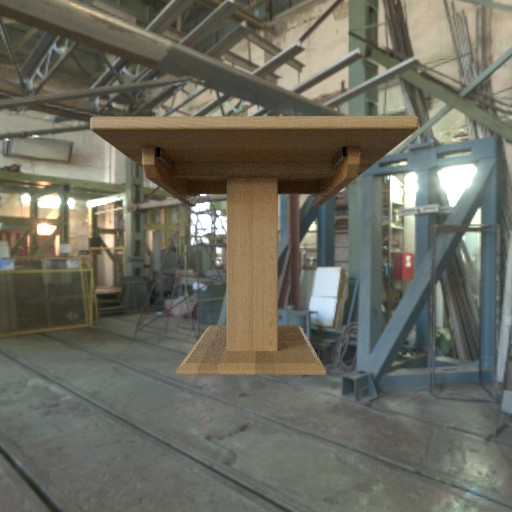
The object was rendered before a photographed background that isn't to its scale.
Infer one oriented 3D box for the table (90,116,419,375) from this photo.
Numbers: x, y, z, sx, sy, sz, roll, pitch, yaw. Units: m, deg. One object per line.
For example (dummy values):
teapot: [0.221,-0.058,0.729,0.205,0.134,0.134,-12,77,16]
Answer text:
table: [0.000,0.000,1.856,0.900,0.770,1.300,0,0,1]
